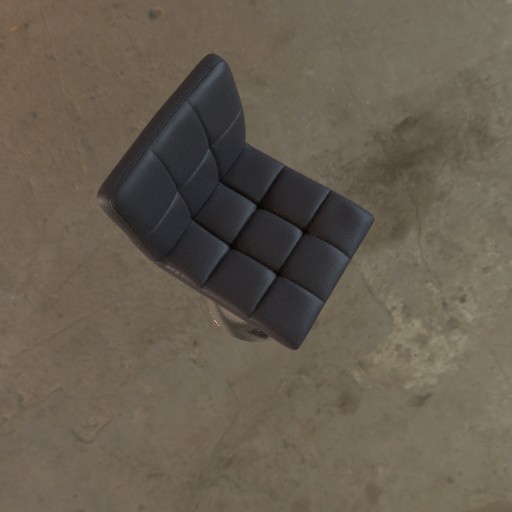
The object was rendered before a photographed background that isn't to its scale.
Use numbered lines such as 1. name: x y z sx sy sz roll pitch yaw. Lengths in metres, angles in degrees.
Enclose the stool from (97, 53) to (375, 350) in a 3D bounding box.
1. stool: 0.000 0.000 1.386 0.505 1.115 0.430 31 76 9
